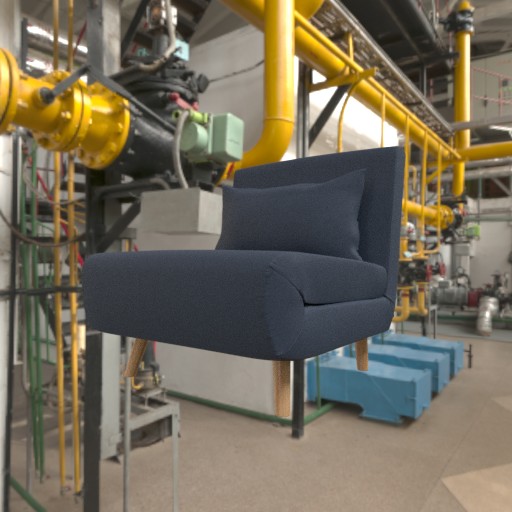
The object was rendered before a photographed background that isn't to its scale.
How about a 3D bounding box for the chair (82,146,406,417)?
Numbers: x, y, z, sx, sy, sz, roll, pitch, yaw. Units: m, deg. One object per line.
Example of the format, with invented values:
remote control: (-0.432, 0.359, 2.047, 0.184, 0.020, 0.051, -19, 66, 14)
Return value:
chair: (0.000, 0.000, 1.531, 0.770, 0.808, 0.900, 0, 0, 37)
